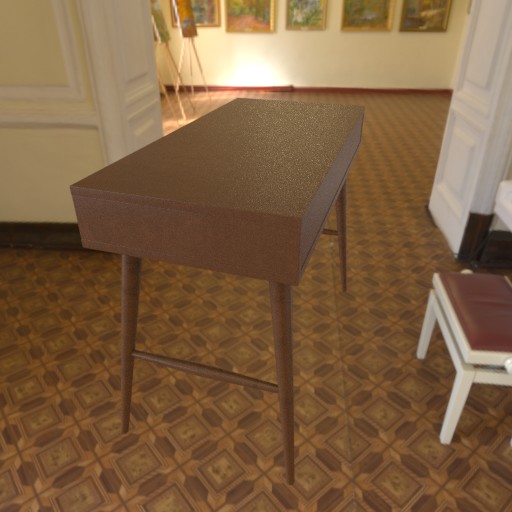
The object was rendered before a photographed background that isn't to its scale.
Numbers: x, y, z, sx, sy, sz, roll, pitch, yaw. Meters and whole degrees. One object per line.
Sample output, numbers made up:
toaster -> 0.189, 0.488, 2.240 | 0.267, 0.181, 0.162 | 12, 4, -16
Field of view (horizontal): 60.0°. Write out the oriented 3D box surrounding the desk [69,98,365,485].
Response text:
desk -> 0.000, 0.000, 1.390 | 0.510, 0.758, 0.949 | 9, 31, 16
